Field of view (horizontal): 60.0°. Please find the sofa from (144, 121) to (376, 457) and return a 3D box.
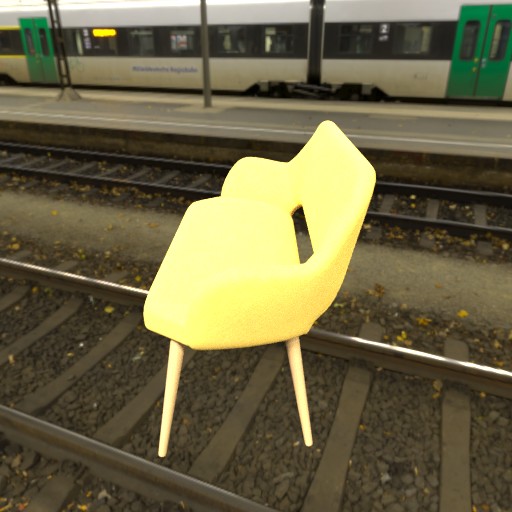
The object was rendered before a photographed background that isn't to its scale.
[{"bbox_3d":[0.000,0.000,1.600,0.610,0.840,1.150,0,26,1],"label":"sofa"}]
